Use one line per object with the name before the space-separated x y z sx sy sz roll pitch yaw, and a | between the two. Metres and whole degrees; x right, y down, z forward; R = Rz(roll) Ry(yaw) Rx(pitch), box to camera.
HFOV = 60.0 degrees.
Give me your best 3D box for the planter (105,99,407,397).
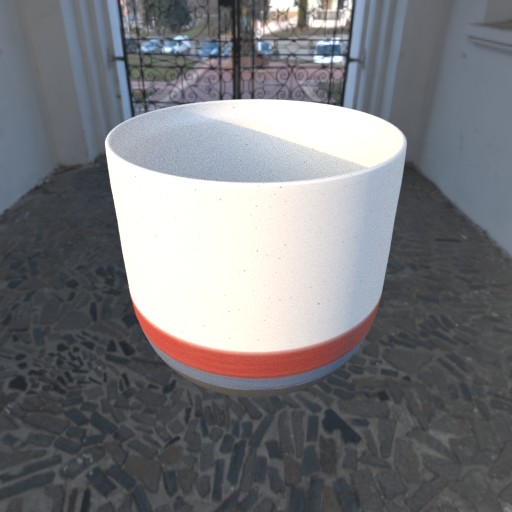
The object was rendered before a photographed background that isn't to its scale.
planter | 0.000 0.000 0.475 0.268 0.270 0.268 0 31 0
